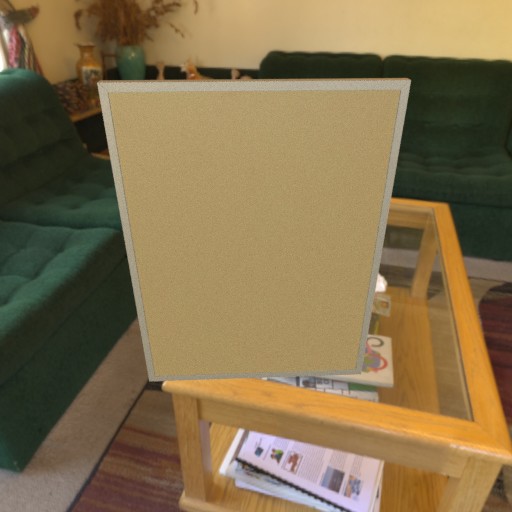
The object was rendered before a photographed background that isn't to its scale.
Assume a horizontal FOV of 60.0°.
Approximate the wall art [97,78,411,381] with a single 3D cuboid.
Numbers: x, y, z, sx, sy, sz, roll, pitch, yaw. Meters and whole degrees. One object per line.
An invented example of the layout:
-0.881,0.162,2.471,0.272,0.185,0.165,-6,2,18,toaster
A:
0.000,0.000,1.395,0.789,1.042,0.034,-1,31,-2,wall art
